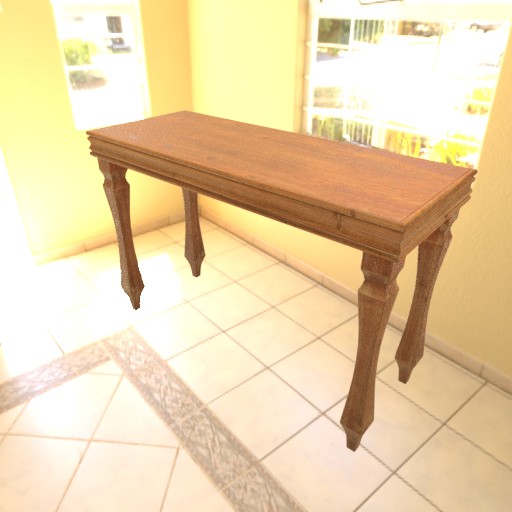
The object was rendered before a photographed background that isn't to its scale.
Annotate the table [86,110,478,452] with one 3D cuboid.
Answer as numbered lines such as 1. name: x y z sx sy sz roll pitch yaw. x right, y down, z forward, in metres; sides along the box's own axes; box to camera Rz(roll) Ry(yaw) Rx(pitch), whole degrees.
1. table: 0.000 0.000 1.766 1.330 0.873 0.522 23 37 34
